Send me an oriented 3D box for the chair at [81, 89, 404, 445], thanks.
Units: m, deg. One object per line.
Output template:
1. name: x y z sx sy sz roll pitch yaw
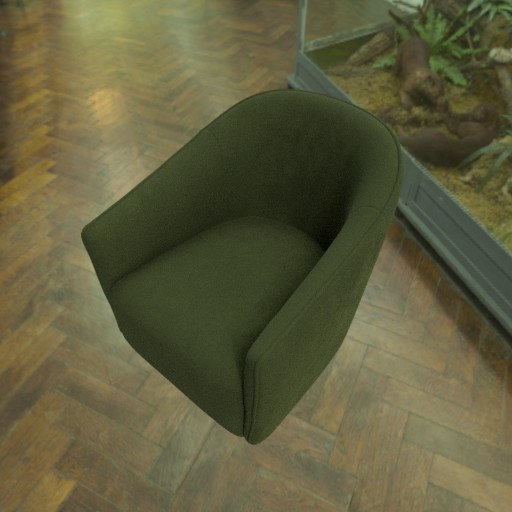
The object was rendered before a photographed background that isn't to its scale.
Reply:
1. chair: 0.000 0.000 1.492 0.747 0.799 0.875 31 53 27
